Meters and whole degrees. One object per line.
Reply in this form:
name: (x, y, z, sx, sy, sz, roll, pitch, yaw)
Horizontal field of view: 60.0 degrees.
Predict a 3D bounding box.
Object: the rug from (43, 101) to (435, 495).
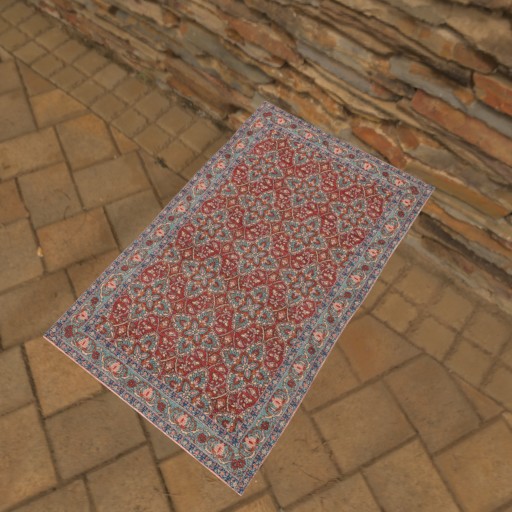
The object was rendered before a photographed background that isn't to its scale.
rug: (0.000, 0.000, 3.009, 1.533, 0.011, 2.439, 32, 67, 15)
